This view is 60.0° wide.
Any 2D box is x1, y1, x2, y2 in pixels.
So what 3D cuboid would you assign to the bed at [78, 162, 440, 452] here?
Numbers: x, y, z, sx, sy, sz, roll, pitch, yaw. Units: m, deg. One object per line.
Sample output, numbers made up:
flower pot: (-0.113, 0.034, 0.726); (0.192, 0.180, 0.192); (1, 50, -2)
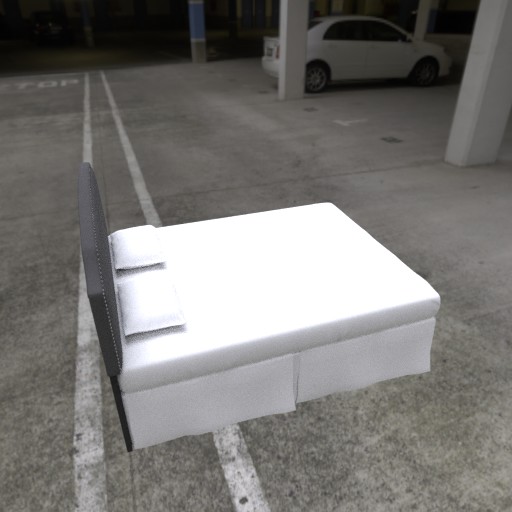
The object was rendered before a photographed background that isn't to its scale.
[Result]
bed: (0.000, 0.000, 2.945); (1.999, 1.270, 1.558); (-10, 33, -16)
